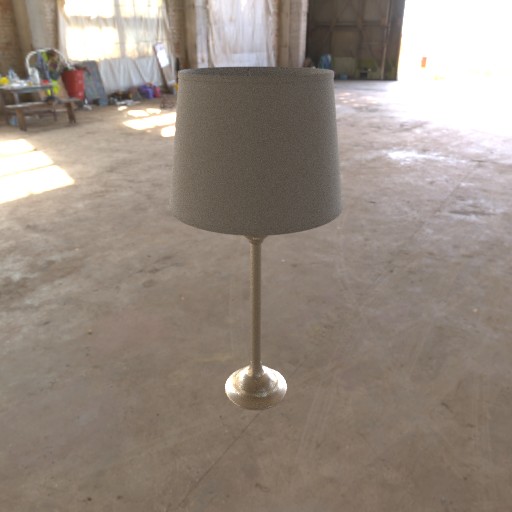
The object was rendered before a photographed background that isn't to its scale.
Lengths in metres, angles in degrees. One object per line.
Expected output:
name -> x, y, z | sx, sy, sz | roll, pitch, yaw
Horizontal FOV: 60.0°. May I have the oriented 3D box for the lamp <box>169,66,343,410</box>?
lamp -> 0.000, 0.000, 0.904 | 0.331, 0.698, 0.331 | 0, 26, 0
